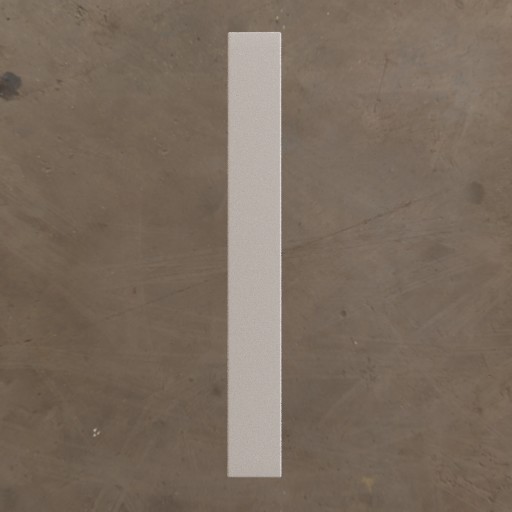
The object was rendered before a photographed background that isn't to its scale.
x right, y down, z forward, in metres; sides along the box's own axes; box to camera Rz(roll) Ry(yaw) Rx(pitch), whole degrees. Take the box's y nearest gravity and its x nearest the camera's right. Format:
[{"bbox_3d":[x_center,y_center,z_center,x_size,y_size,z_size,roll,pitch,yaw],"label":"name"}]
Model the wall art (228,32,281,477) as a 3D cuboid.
[{"bbox_3d":[0.000,0.000,0.456,0.037,0.305,0.305,0,89,0],"label":"wall art"}]
